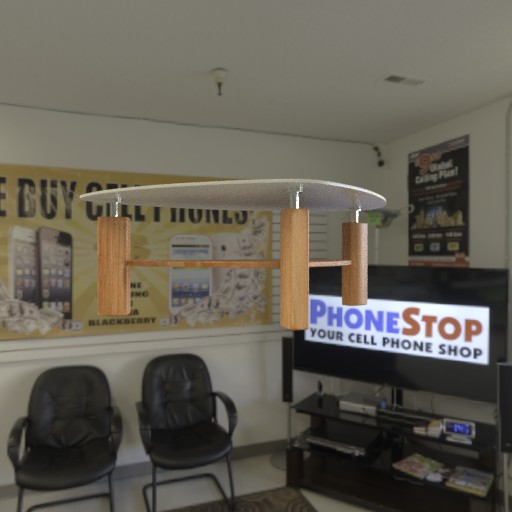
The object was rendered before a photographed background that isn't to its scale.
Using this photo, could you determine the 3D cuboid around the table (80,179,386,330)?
[{"bbox_3d":[0.000,0.000,1.655,1.250,0.440,0.850,0,0,-18],"label":"table"}]
